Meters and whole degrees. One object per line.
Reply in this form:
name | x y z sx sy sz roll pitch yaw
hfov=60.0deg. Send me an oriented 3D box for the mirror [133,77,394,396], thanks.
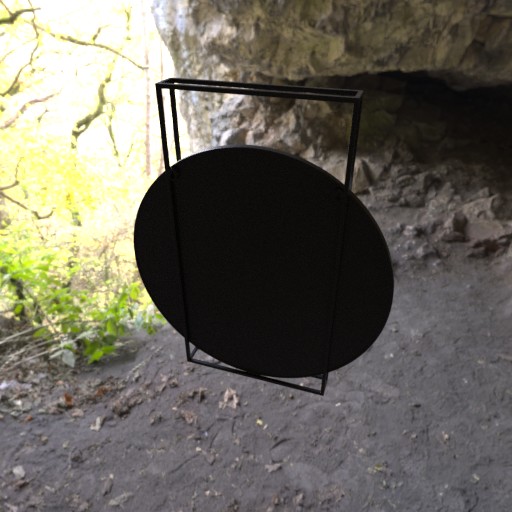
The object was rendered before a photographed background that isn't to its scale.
mirror | 0.000 0.000 0.829 0.508 0.603 0.051 10 34 15
